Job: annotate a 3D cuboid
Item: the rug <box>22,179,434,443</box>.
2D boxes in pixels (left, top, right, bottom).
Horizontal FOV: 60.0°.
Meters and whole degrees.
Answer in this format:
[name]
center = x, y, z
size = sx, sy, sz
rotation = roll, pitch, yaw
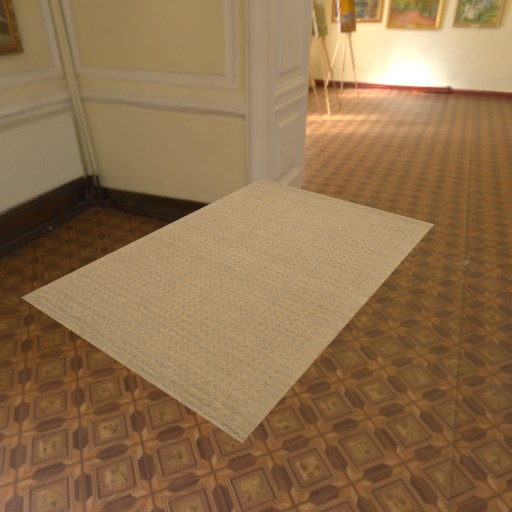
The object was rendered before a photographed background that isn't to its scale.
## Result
[rug]
center = 0.000, 0.000, 3.630
size = 1.981, 0.006, 2.895
rotation = 21, 36, 31
